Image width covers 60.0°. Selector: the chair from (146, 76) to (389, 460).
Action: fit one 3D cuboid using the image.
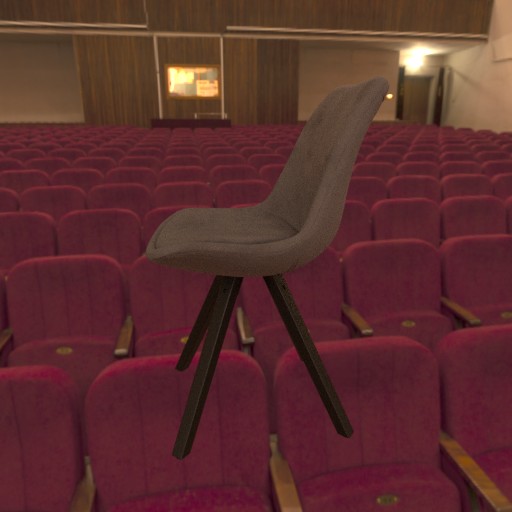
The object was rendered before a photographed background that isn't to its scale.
[{"bbox_3d":[0.000,0.000,1.145,0.550,0.850,0.476,-2,16,-9],"label":"chair"}]
